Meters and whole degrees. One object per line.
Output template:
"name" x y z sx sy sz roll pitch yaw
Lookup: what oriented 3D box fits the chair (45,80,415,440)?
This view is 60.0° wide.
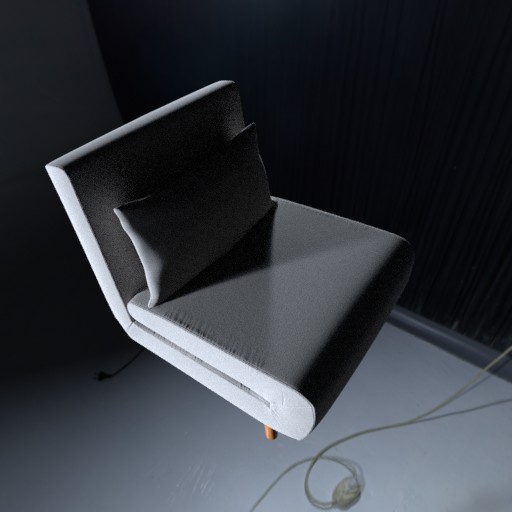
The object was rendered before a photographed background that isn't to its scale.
"chair" 0.000 0.000 1.495 0.902 0.808 0.770 25 47 25
